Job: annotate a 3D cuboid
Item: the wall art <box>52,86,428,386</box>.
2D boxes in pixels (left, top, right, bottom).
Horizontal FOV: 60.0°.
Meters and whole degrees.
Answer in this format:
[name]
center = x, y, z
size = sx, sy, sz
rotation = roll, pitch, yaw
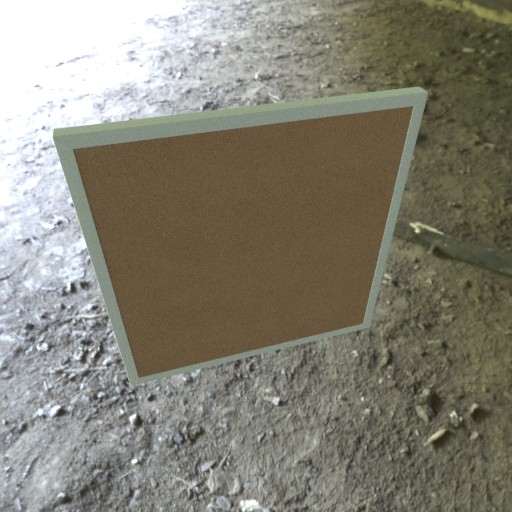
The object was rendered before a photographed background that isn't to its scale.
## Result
[wall art]
center = 0.000, 0.000, 1.122
size = 0.760, 0.760, 0.036
rotation = -11, 41, -13
